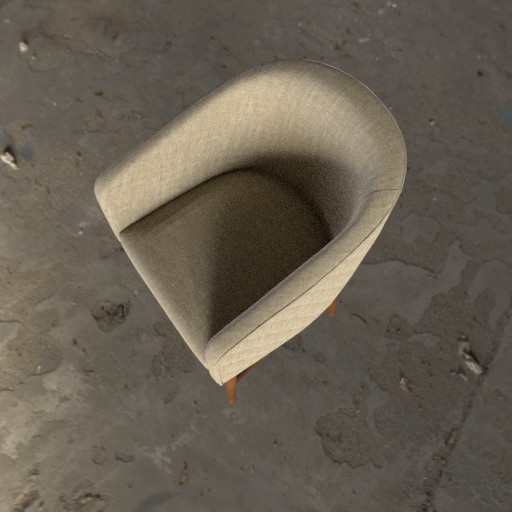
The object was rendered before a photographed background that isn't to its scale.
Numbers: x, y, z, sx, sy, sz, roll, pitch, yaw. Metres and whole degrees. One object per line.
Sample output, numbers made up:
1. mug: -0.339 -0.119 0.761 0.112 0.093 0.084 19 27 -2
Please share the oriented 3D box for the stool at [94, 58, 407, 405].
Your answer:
1. stool: 0.000 0.000 1.339 0.635 0.952 0.559 -33 67 -16
